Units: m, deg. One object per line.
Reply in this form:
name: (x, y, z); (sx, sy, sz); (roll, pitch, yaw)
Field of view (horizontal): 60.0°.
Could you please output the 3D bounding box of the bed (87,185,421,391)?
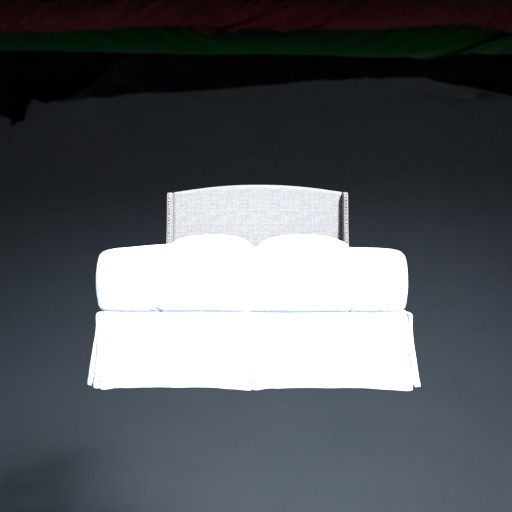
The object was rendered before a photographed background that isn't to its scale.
bed: (0.000, 0.000, 3.264); (1.710, 1.407, 2.237); (0, -1, 1)
